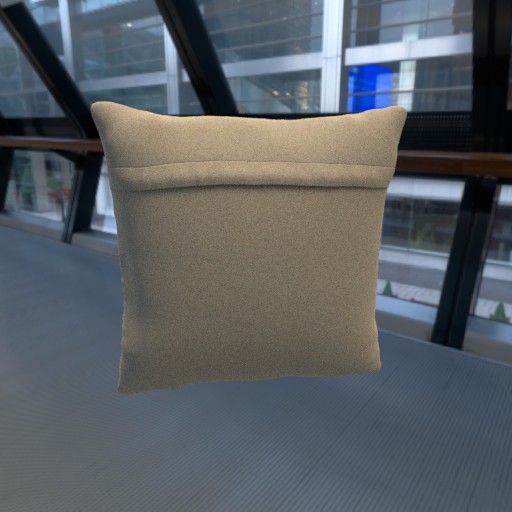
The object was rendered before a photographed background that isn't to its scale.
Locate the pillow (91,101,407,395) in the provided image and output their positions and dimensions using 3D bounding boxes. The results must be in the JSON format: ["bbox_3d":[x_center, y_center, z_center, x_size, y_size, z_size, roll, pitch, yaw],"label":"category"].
[{"bbox_3d":[0.000,0.000,0.704,0.459,0.458,0.181,-2,15,-9],"label":"pillow"}]
